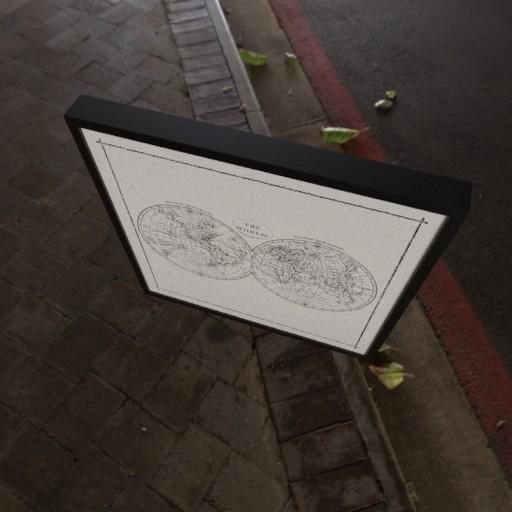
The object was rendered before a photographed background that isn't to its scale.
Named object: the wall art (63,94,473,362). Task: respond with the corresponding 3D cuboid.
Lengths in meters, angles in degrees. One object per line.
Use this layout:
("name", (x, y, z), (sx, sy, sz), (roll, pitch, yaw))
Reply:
("wall art", (0.000, 0.000, 0.481), (0.327, 0.318, 0.029), (15, 59, 10))
